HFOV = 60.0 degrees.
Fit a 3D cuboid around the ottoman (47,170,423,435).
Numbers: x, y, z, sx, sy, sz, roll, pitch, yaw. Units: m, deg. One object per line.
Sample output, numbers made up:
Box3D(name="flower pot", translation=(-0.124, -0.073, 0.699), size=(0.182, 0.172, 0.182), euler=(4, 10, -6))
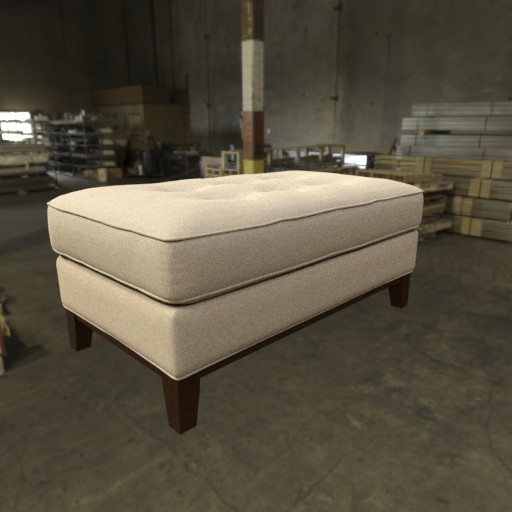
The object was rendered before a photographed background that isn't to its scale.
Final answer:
Box3D(name="ottoman", translation=(0.000, 0.000, 1.512), size=(1.143, 0.508, 0.648), euler=(-15, 22, -43))
